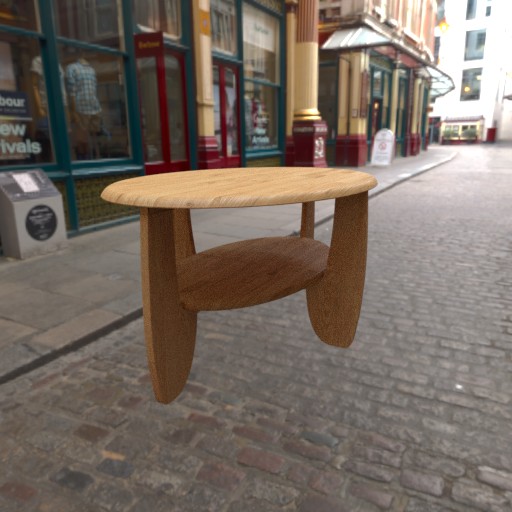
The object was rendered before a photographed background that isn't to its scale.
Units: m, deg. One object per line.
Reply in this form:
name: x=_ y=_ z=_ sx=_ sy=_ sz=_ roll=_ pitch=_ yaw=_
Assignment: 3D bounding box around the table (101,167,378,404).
table: x=0.000 y=0.000 z=1.393 sx=0.690 sy=0.490 sz=1.040 roll=7 pitch=17 yaw=26
